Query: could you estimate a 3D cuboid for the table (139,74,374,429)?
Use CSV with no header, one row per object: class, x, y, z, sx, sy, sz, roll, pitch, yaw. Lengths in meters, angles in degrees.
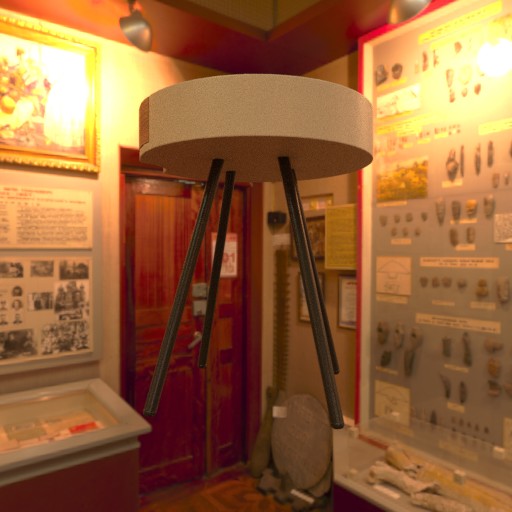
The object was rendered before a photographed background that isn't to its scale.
table,0.000,0.000,0.850,0.450,0.525,0.450,0,1,0
